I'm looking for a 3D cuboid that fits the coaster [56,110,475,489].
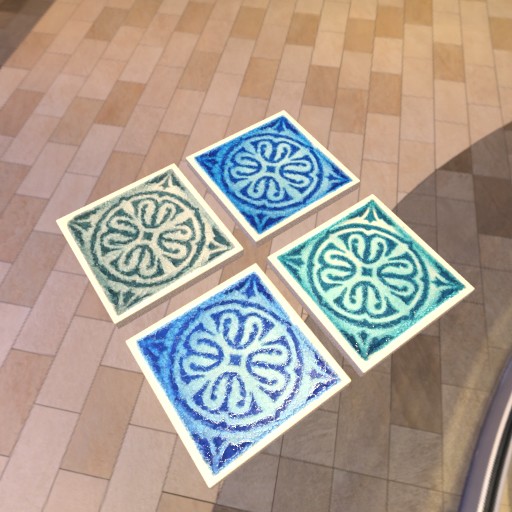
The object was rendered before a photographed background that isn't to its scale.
[{"bbox_3d":[0.000,0.000,0.322,0.214,0.010,0.219,-31,63,-18],"label":"coaster"}]
